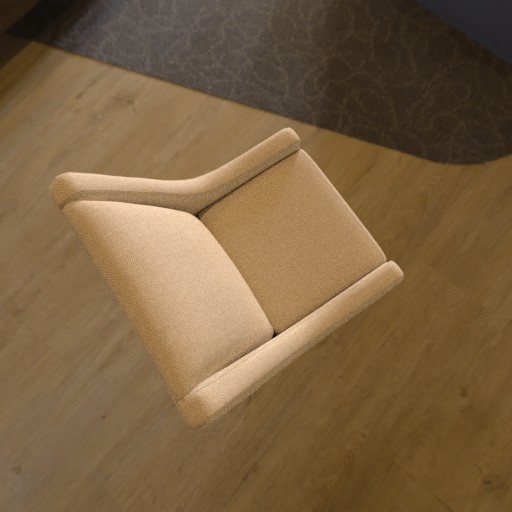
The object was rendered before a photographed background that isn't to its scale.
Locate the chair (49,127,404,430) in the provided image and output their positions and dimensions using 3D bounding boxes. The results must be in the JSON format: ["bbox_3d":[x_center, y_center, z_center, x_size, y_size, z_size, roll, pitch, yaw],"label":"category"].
[{"bbox_3d":[0.000,0.000,1.635,0.870,1.014,0.774,-33,78,-8],"label":"chair"}]
